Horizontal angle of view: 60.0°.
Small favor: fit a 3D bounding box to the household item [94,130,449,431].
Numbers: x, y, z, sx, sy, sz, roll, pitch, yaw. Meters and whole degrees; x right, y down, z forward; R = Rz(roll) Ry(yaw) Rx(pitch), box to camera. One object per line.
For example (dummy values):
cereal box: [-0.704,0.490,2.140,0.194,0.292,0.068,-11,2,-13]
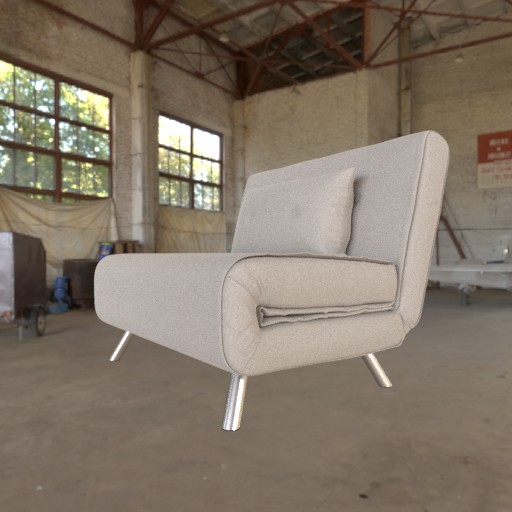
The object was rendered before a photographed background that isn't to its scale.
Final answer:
household item: [0.000,0.000,1.591,0.874,0.800,1.000,0,0,-36]
